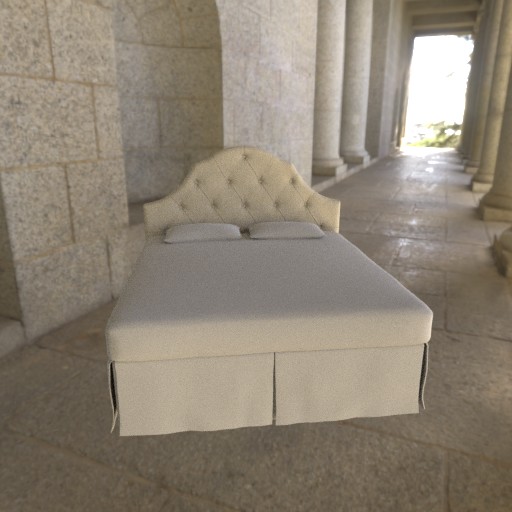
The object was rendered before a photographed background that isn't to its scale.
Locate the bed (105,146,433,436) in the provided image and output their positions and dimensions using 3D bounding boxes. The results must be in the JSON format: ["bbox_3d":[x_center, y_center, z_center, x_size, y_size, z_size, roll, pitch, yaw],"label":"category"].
[{"bbox_3d":[0.000,0.000,3.437,2.012,1.555,2.086,-2,17,-6],"label":"bed"}]
